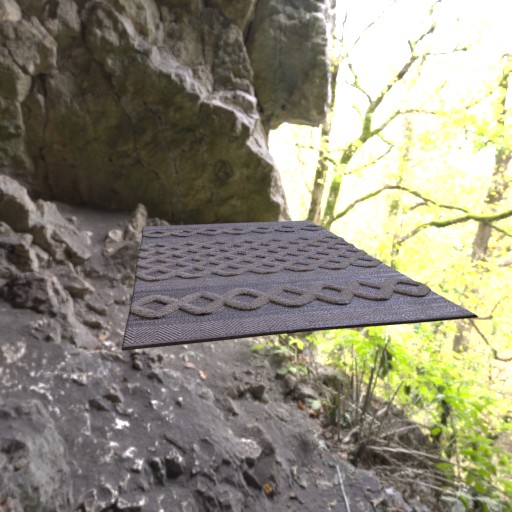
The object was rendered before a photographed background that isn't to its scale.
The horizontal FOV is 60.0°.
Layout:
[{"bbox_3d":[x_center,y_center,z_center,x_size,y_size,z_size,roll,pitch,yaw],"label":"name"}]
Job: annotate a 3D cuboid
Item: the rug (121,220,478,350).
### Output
[{"bbox_3d":[0.000,0.000,2.885,1.513,0.033,2.333,-3,15,-12],"label":"rug"}]
